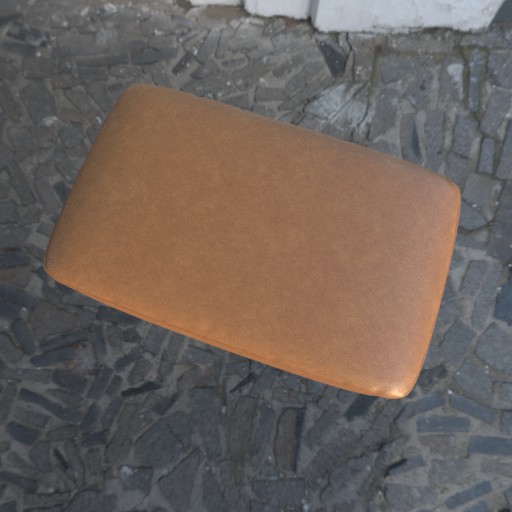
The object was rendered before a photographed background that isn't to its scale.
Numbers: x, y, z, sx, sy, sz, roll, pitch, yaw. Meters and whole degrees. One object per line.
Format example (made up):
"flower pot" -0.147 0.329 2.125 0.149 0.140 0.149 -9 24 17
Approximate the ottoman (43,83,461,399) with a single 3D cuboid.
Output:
"ottoman" 0.000 0.000 0.964 0.670 0.480 0.420 19 77 5
